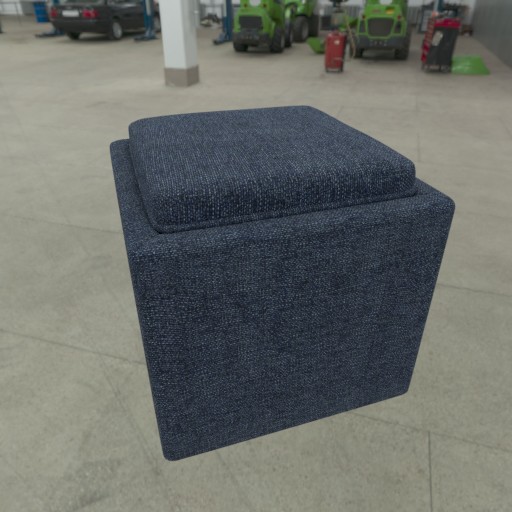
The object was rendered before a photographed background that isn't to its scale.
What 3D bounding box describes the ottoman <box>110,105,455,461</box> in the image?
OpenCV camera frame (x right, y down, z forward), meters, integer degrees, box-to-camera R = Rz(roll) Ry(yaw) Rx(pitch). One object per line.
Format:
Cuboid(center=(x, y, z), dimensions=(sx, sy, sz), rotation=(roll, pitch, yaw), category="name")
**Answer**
Cuboid(center=(0.000, 0.000, 0.820), dimensions=(0.450, 0.460, 0.450), rotation=(-10, 33, -16), category="ottoman")
